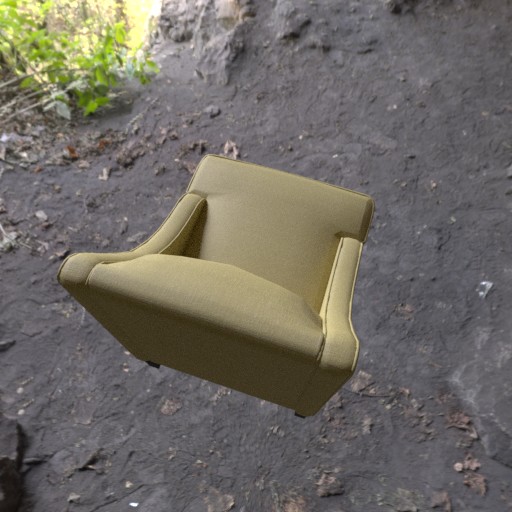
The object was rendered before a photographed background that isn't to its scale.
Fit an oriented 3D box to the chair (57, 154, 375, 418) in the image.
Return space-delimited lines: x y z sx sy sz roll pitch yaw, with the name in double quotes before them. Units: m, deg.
"chair" 0.000 0.000 1.486 0.696 0.896 0.814 16 65 8
